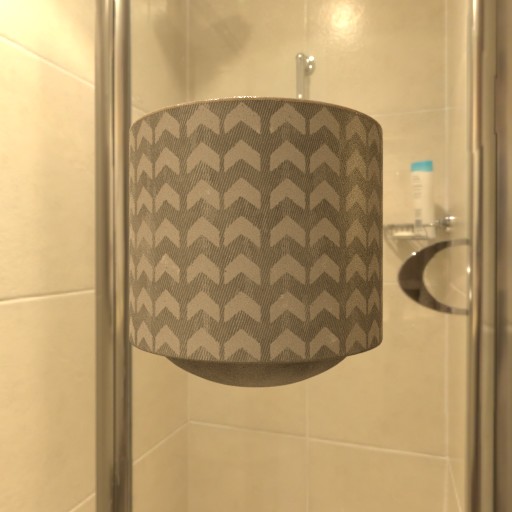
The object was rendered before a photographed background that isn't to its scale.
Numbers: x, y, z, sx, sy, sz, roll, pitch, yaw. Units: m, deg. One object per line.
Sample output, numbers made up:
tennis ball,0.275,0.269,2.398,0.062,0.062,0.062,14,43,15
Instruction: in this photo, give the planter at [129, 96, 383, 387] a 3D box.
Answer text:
planter,0.000,0.000,0.455,0.250,0.239,0.250,0,0,0
